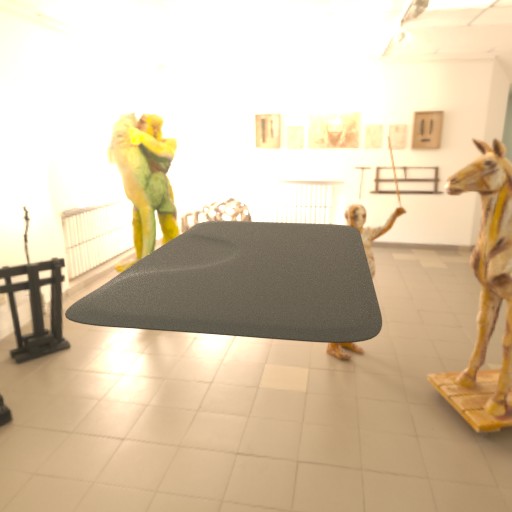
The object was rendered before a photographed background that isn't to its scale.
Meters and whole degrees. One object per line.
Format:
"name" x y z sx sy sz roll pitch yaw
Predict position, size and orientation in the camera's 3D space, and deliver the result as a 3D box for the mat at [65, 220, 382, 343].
"mat" 0.000 0.000 1.870 0.918 0.013 1.524 3 16 9
